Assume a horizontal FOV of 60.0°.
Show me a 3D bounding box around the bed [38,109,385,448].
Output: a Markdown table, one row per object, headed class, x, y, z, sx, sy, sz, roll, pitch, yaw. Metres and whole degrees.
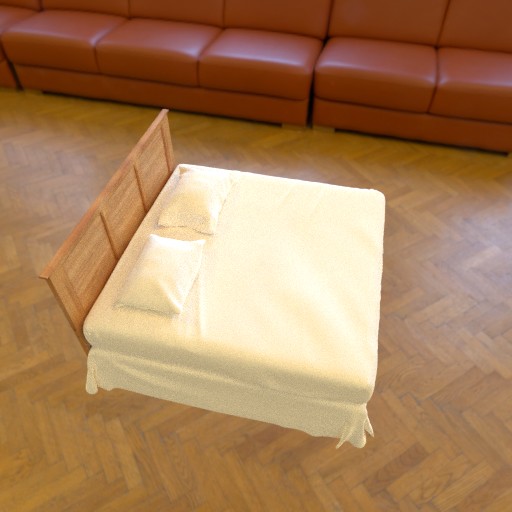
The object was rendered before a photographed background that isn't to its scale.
| class | x | y | z | sx | sy | sz | roll | pitch | yaw |
| --- | --- | --- | --- | --- | --- | --- | --- | --- | --- |
| bed | 0.000 | 0.000 | 3.589 | 2.215 | 1.270 | 2.317 | 10 | 48 | 9 |
